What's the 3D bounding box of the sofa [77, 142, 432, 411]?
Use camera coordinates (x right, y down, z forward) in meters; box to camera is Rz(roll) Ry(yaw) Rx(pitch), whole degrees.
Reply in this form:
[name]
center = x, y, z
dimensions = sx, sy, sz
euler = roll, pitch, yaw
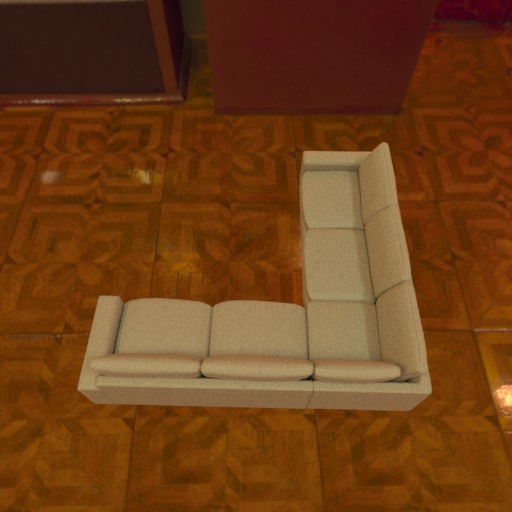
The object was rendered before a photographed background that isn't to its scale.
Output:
[sofa]
center = 0.000, 0.000, 4.197
dimensions = 2.742, 0.800, 2.622
euler = 1, 58, 1
